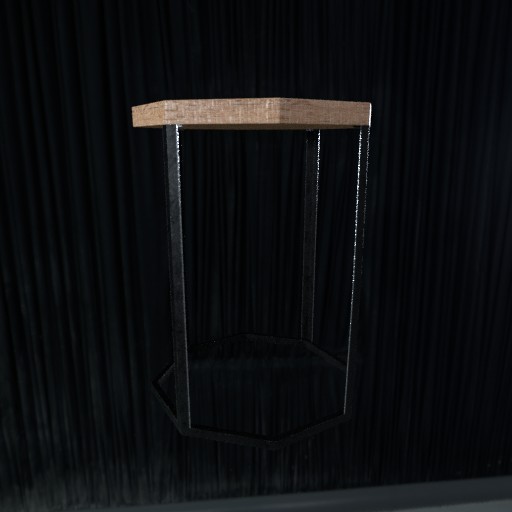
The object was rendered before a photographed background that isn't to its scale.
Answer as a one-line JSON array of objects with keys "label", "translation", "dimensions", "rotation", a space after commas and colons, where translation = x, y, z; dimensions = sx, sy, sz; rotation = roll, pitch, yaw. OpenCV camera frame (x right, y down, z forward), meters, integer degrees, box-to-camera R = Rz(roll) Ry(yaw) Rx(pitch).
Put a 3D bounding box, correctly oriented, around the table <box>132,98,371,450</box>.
[{"label": "table", "translation": [0.000, 0.000, 0.874], "dimensions": [0.437, 0.553, 0.437], "rotation": [-2, 15, -8]}]
